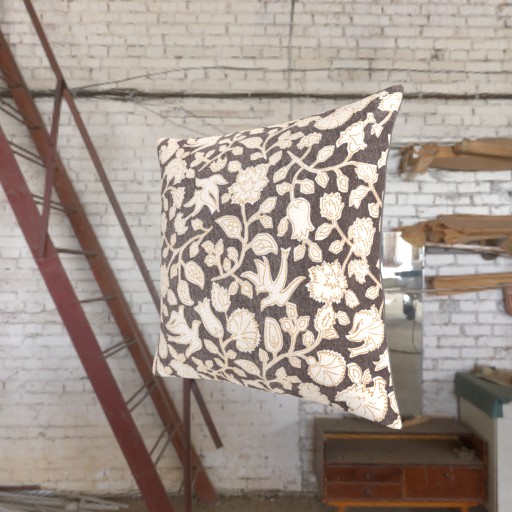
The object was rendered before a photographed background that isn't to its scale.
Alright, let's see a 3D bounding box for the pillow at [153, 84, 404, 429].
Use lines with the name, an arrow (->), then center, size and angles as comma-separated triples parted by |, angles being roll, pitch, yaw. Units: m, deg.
pillow -> 0.000, 0.000, 0.800 | 0.526, 0.507, 0.166 | 0, 0, 35
